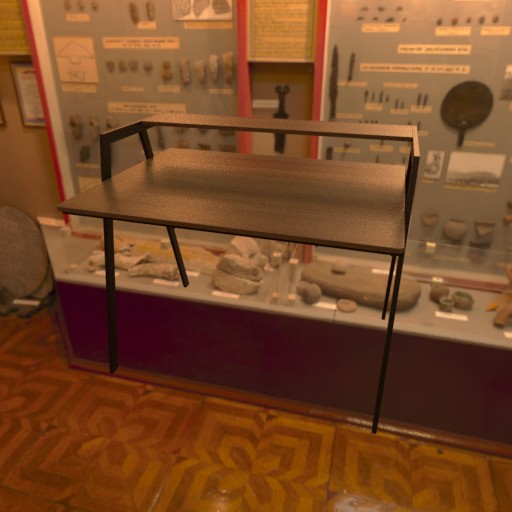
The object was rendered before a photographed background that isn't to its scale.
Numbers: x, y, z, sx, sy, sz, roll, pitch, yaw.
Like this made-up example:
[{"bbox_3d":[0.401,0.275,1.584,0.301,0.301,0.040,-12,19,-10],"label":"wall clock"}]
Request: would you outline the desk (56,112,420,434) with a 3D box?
[{"bbox_3d":[0.000,0.000,1.863,1.143,0.998,0.936,8,28,15],"label":"desk"}]
